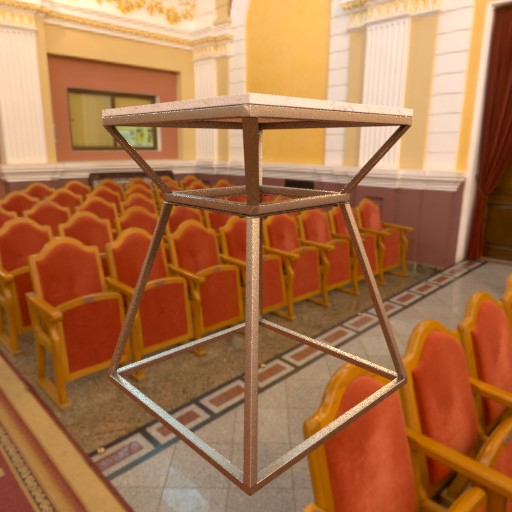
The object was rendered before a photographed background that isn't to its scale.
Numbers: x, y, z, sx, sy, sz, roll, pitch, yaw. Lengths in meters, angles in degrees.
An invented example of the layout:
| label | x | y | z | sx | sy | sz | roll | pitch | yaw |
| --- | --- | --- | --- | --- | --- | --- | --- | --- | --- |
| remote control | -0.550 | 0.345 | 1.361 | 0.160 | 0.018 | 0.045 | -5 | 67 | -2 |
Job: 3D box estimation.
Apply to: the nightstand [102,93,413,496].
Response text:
| label | x | y | z | sx | sy | sz | roll | pitch | yaw |
| --- | --- | --- | --- | --- | --- | --- | --- | --- | --- |
| nightstand | 0.000 | 0.000 | 0.881 | 0.455 | 0.554 | 0.455 | -13 | 19 | -42 |
